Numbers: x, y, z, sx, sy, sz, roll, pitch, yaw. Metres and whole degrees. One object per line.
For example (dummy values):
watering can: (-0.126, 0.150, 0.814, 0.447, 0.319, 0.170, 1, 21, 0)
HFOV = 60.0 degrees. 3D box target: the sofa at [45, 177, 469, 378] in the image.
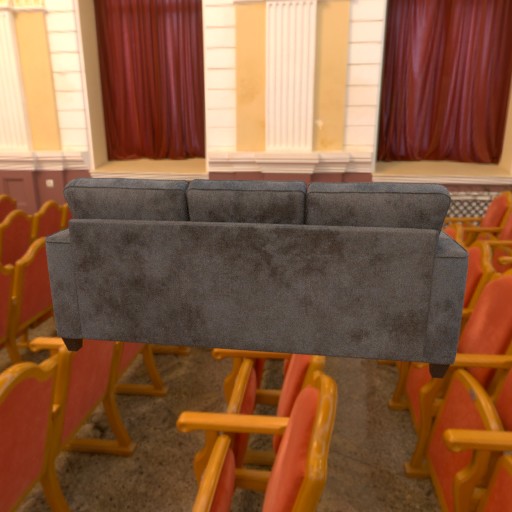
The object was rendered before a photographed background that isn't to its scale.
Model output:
sofa: (0.000, 0.000, 2.644, 2.133, 0.965, 0.939, 2, 16, 8)
